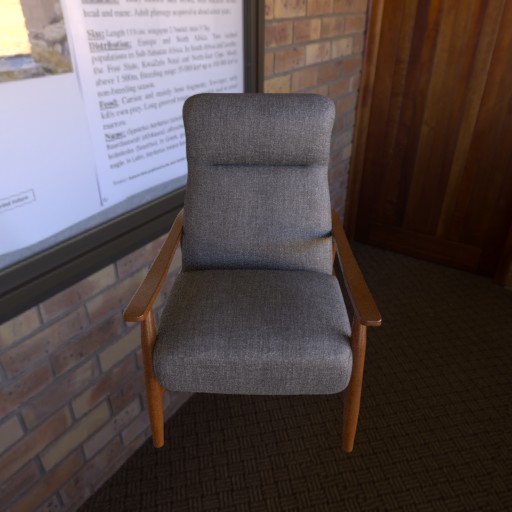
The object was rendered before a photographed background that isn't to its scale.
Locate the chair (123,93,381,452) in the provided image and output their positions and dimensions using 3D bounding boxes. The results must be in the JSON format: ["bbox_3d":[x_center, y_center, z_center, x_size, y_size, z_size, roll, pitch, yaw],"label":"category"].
[{"bbox_3d":[0.000,0.000,1.778,0.762,1.082,1.030,1,30,1],"label":"chair"}]
